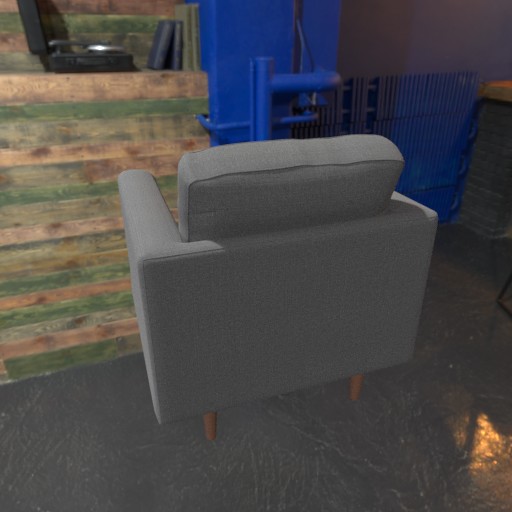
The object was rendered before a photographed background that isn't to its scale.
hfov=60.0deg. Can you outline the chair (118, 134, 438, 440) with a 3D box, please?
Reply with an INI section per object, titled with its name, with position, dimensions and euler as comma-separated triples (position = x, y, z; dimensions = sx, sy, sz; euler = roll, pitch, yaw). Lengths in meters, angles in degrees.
[chair]
position = 0.000, 0.000, 1.565
dimensions = 0.854, 0.927, 0.800
euler = -9, 28, -17
